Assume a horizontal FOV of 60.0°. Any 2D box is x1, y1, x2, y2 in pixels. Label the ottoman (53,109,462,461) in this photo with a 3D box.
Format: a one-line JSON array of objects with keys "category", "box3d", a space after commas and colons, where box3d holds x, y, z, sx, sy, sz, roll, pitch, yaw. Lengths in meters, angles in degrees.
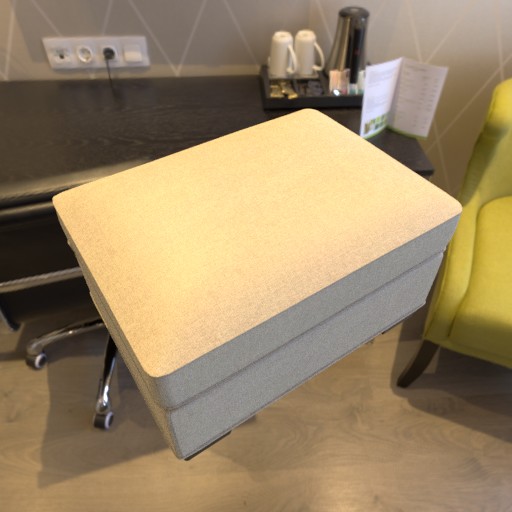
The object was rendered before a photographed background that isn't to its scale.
[{"category": "ottoman", "box3d": [0.000, 0.000, 1.229, 0.843, 0.504, 0.619, -26, 51, -23]}]
